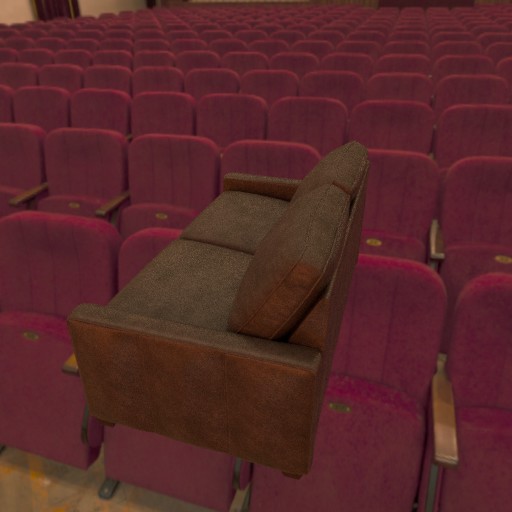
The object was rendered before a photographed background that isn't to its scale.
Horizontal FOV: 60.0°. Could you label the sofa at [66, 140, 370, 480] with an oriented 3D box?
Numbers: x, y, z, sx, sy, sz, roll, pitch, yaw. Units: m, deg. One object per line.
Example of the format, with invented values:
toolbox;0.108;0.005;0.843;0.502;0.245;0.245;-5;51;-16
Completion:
sofa;0.000;0.000;2.251;0.939;0.916;1.732;9;30;15
